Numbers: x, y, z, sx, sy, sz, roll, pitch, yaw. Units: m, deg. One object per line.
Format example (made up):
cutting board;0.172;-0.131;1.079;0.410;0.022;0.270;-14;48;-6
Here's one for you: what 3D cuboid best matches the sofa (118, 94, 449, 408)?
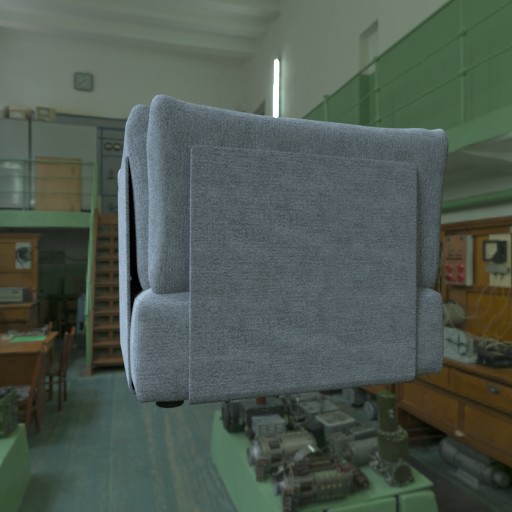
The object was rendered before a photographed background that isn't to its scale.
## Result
sofa;0.000;0.000;1.710;1.000;0.820;1.000;0;-1;-19
